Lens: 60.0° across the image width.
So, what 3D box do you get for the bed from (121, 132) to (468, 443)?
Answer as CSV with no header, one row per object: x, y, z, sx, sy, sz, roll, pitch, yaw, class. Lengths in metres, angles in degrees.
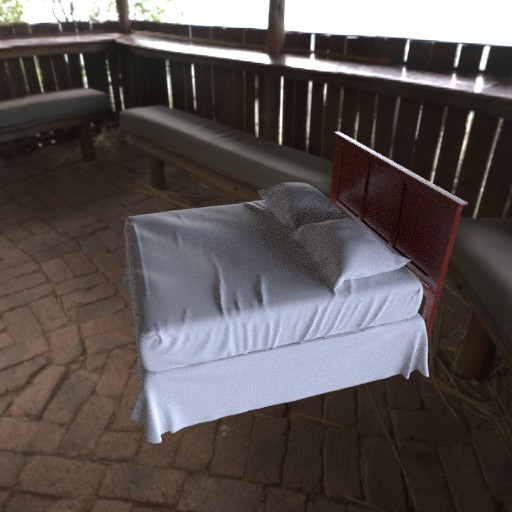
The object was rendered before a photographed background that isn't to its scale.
0.000,0.000,3.276,2.050,1.270,1.870,-9,31,-15,bed
